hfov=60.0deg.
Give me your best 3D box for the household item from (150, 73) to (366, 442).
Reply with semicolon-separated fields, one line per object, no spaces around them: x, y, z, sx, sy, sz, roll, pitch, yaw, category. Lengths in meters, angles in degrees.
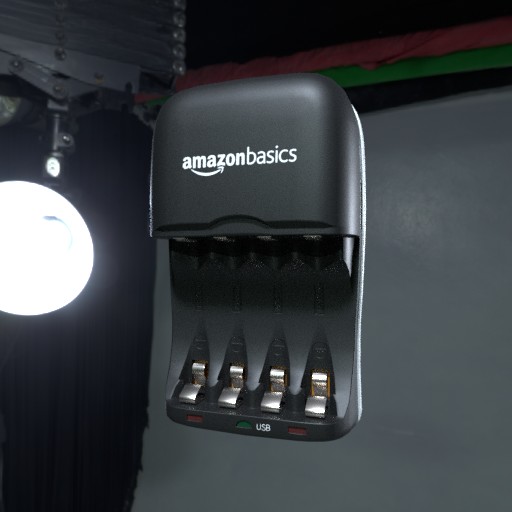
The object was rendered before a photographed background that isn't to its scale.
0.000;0.000;0.148;0.070;0.114;0.038;0;0;18;household item
